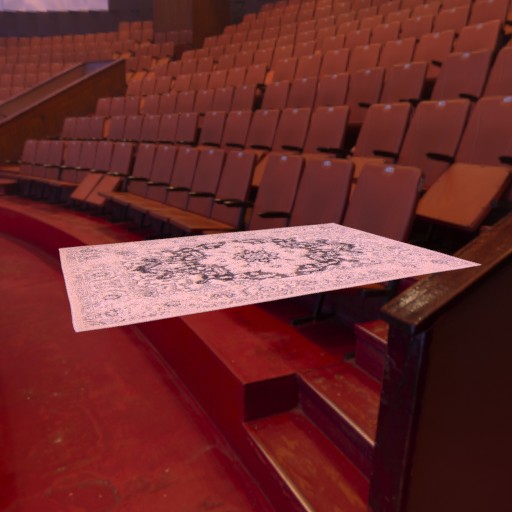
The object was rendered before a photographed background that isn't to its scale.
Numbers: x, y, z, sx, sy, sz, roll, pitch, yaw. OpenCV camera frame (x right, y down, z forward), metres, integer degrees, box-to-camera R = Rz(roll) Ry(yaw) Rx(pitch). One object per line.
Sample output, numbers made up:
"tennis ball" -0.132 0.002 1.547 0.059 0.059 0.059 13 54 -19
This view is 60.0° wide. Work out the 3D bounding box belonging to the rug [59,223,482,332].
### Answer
"rug" 0.000 0.000 2.268 1.813 0.008 1.223 -7 16 -25
